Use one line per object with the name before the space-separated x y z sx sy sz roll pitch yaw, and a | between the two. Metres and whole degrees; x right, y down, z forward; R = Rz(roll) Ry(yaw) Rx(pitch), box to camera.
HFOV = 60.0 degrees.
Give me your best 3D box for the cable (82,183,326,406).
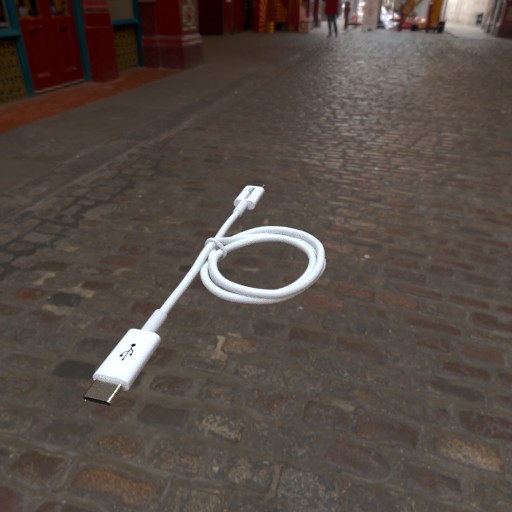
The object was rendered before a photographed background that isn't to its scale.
cable | 0.000 0.000 0.226 0.070 0.014 0.203 8 31 13
